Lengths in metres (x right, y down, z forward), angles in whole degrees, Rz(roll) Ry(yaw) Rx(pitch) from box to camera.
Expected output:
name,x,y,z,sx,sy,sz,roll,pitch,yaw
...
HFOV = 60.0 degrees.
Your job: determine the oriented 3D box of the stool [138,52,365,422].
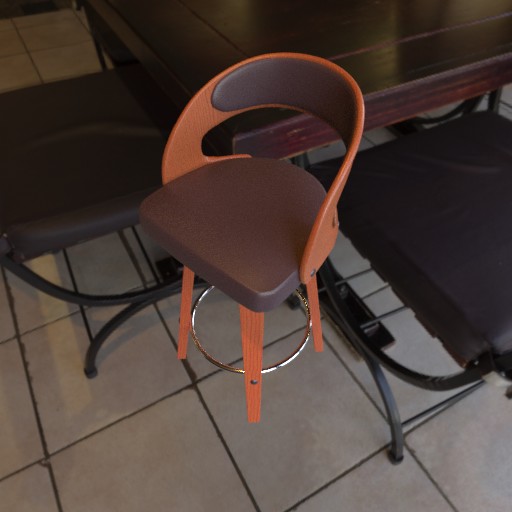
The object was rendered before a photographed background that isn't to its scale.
name,x,y,z,sx,sy,sz,roll,pitch,yaw
stool,0.000,0.000,1.222,0.457,0.940,0.457,33,56,27
